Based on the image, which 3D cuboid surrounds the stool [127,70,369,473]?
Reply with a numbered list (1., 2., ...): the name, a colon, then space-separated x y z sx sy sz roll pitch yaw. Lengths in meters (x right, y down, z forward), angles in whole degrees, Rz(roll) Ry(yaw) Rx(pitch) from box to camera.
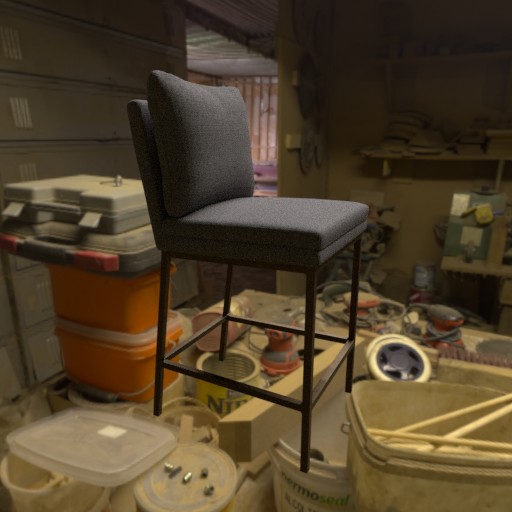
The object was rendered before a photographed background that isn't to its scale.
1. stool: 0.000 0.000 1.356 0.569 1.031 0.463 8 18 26
